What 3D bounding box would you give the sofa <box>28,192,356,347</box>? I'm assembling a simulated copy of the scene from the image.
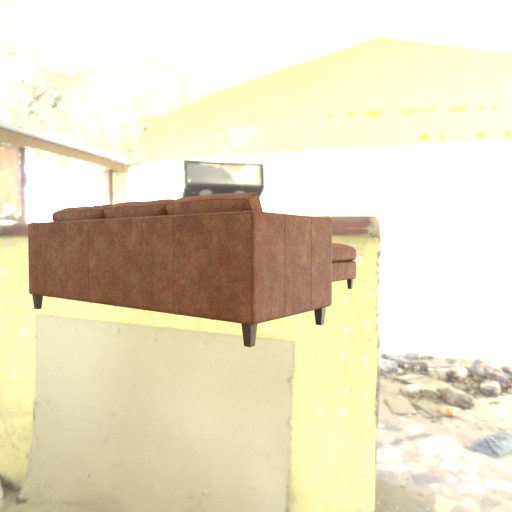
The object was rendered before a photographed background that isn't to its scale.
[{"bbox_3d":[0.000,0.000,4.426,2.452,0.888,3.324,1,2,37],"label":"sofa"}]
